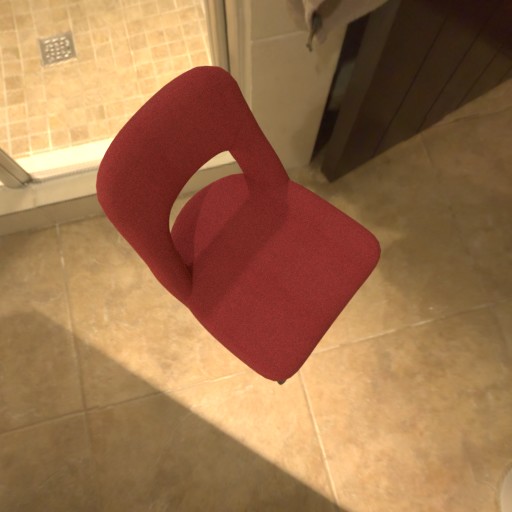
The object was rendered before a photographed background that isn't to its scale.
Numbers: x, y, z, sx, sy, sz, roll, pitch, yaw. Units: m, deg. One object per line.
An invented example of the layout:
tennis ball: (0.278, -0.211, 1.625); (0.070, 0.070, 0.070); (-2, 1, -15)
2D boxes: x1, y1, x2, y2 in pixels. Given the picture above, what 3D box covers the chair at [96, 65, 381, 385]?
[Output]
chair: (0.000, 0.000, 1.209); (0.569, 0.892, 0.483); (38, 78, 10)
